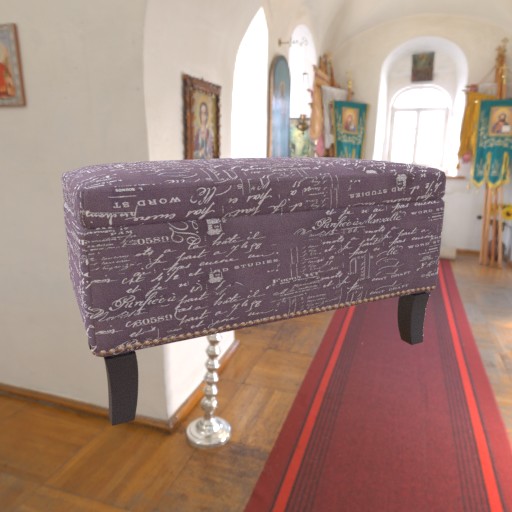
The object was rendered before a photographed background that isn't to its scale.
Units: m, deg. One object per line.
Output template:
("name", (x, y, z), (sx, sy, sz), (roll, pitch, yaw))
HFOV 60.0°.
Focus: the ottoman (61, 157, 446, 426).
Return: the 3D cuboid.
("ottoman", (0.000, 0.000, 1.065), (0.813, 0.457, 0.406), (-7, 17, -25))
